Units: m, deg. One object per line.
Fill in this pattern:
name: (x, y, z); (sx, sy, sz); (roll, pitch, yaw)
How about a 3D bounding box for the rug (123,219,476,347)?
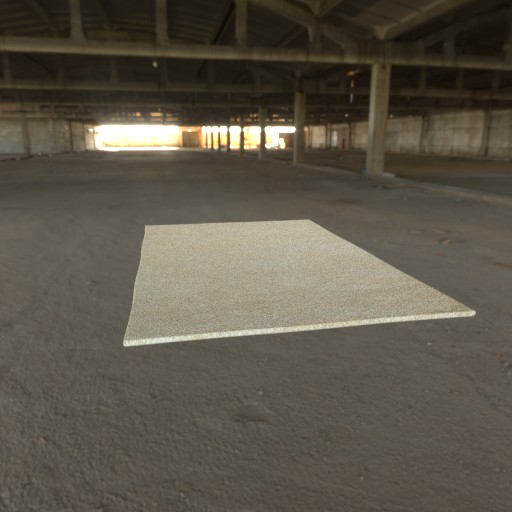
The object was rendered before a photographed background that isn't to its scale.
rug: (0.000, 0.000, 2.924); (1.500, 0.025, 2.346); (-3, 15, -11)
